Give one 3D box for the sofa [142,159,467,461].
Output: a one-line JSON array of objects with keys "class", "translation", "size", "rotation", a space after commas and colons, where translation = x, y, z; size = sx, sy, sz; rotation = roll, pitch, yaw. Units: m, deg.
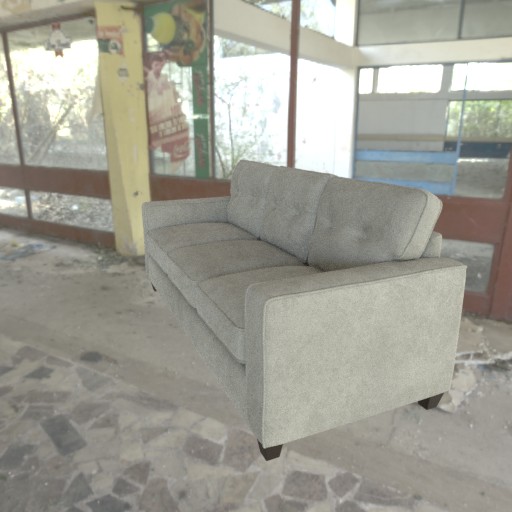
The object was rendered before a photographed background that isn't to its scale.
[{"class": "sofa", "translation": [0.000, 0.000, 2.557], "size": [0.939, 0.965, 2.133], "rotation": [-7, 18, -23]}]
